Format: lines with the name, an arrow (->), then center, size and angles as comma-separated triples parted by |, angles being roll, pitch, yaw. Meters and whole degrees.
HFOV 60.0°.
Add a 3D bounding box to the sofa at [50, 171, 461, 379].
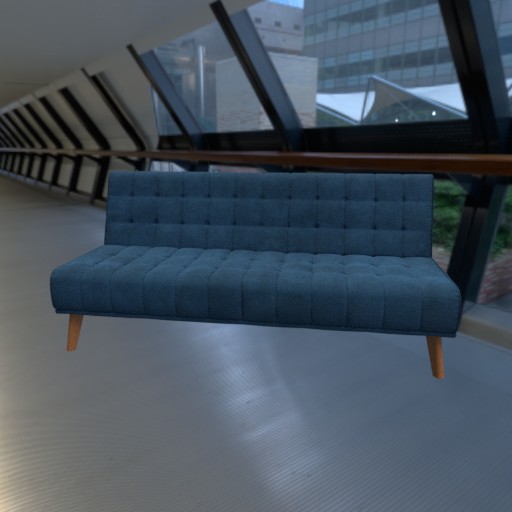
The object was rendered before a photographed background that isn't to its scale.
sofa -> 0.000, 0.000, 2.304 | 1.804, 0.813, 0.855 | 2, 15, 8
